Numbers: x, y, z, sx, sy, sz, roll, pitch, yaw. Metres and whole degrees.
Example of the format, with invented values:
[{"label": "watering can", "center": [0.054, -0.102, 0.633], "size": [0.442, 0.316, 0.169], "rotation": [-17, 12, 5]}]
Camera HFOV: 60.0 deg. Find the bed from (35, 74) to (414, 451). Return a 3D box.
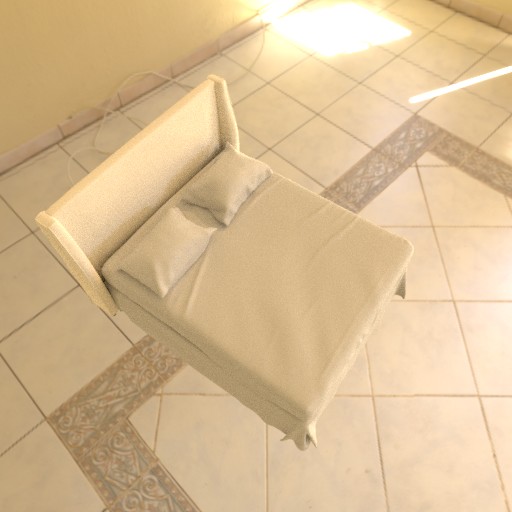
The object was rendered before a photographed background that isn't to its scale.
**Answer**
[{"label": "bed", "center": [0.000, 0.000, 3.527], "size": [2.276, 1.332, 1.925], "rotation": [31, 63, 18]}]
